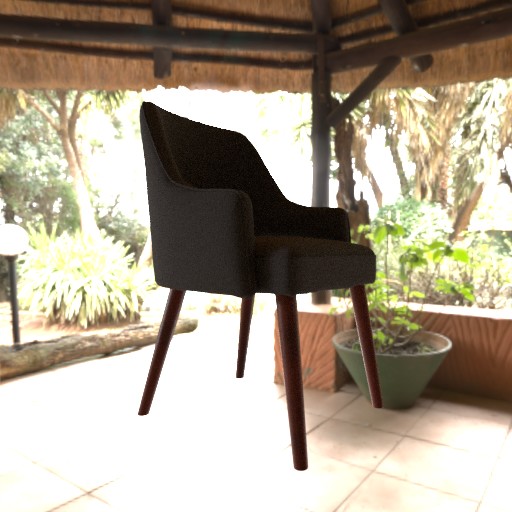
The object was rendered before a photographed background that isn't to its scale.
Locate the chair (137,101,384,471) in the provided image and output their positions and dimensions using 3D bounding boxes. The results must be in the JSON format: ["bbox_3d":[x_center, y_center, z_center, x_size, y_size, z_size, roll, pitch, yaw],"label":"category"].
[{"bbox_3d":[0.000,0.000,1.209,0.560,0.838,0.559,1,1,36],"label":"chair"}]
